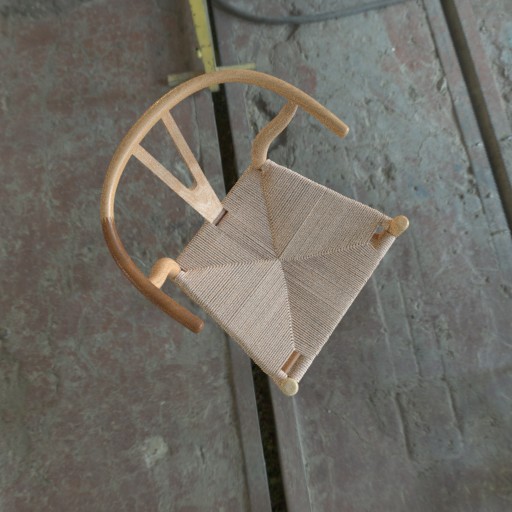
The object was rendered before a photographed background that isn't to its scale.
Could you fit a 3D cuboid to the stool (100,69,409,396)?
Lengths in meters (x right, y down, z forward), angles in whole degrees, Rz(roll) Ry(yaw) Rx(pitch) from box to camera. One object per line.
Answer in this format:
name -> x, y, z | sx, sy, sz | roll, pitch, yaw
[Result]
stool -> 0.000, 0.000, 1.275 | 0.575, 0.923, 0.536 | 35, 79, 8
